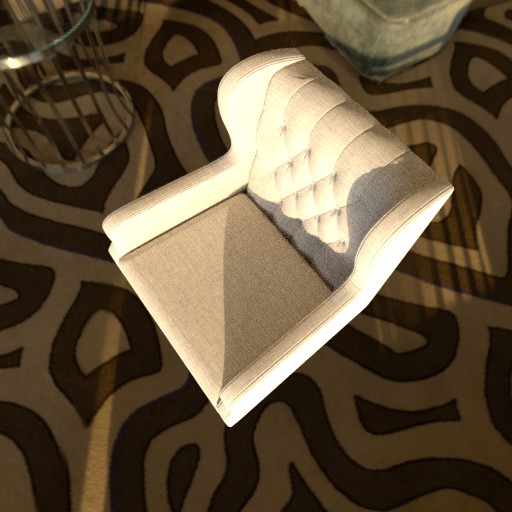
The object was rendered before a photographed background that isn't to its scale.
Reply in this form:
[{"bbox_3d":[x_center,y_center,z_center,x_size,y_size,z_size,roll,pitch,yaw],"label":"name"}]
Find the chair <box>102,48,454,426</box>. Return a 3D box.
[{"bbox_3d":[0.000,0.000,1.464,0.760,0.930,0.710,-34,69,-15],"label":"chair"}]
